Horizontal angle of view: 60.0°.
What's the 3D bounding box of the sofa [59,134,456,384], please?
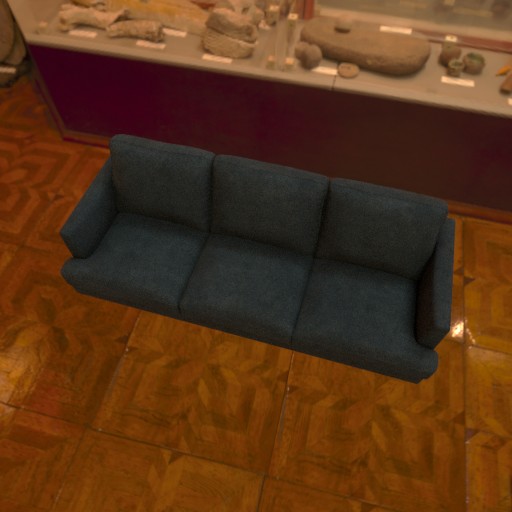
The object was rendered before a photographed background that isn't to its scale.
[{"bbox_3d":[0.000,0.000,2.723,2.246,0.930,0.903,13,57,9],"label":"sofa"}]
